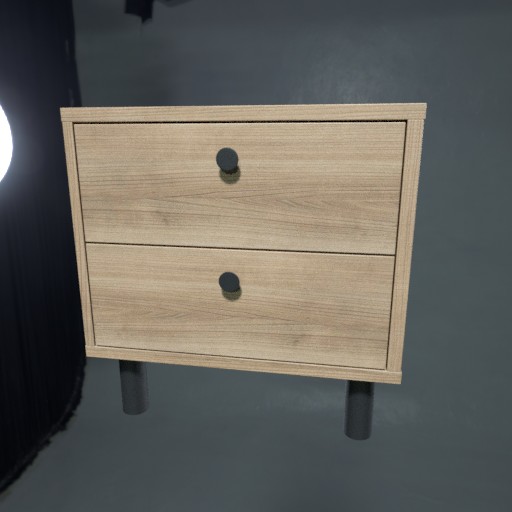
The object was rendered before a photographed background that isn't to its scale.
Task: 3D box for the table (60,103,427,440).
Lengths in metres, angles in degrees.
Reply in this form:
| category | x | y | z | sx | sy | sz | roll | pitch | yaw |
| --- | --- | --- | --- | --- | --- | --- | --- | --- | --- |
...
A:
| category | x | y | z | sx | sy | sz | roll | pitch | yaw |
| --- | --- | --- | --- | --- | --- | --- | --- | --- | --- |
| table | 0.000 | 0.000 | 0.752 | 0.445 | 0.460 | 0.380 | 3 | 15 | 10 |
